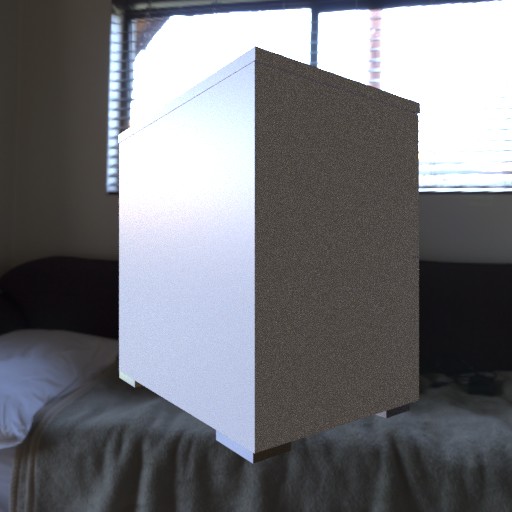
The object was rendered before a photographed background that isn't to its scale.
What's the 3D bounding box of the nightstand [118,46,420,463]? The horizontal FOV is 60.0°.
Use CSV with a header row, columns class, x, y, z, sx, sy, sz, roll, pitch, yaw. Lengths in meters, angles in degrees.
class,x,y,z,sx,sy,sz,roll,pitch,yaw
nightstand,0.000,0.000,0.760,0.325,0.460,0.441,0,0,-36
